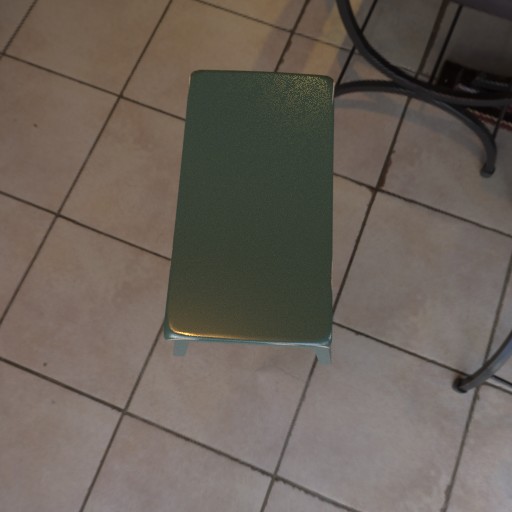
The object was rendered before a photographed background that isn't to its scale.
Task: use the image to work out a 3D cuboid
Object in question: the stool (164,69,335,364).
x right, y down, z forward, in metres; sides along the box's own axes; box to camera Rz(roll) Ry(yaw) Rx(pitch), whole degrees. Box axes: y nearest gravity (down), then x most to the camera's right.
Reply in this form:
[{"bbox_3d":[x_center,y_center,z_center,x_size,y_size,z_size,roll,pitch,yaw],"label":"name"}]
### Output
[{"bbox_3d":[0.000,0.000,1.035,0.476,0.737,0.457,3,75,1],"label":"stool"}]
